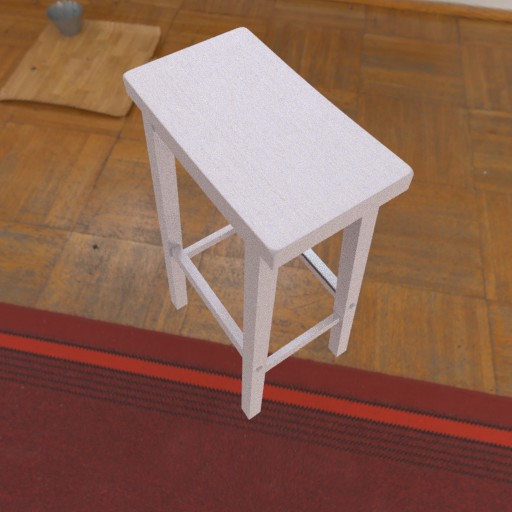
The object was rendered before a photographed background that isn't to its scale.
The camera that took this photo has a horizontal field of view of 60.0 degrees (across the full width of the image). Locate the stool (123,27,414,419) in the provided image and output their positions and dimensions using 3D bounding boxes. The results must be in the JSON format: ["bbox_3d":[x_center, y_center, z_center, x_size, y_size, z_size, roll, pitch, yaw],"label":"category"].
[{"bbox_3d":[0.000,0.000,0.947,0.322,0.742,0.406,-30,63,-18],"label":"stool"}]
